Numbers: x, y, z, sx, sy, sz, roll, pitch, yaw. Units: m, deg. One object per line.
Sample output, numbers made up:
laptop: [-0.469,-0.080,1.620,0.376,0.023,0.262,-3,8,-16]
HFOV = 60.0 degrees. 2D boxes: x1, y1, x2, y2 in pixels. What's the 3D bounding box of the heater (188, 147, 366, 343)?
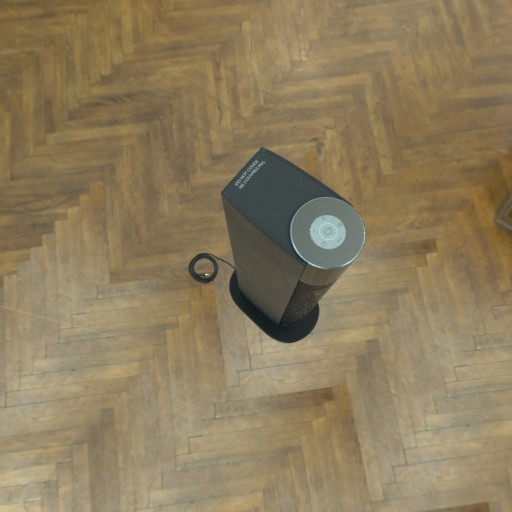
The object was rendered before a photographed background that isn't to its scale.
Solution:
heater: [0.000,0.000,1.069,0.458,0.856,0.214,38,78,9]
